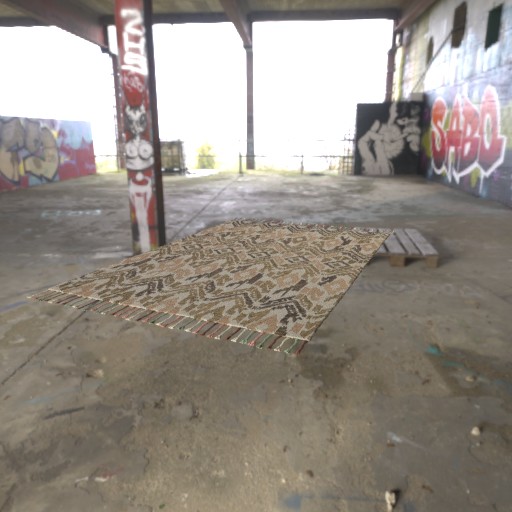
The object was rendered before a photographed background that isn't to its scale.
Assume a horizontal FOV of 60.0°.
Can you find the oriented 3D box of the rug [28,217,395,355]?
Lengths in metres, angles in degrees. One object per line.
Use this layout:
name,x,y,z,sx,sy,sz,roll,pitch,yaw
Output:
rug,0.000,0.000,3.037,1.524,0.008,2.438,7,17,24
